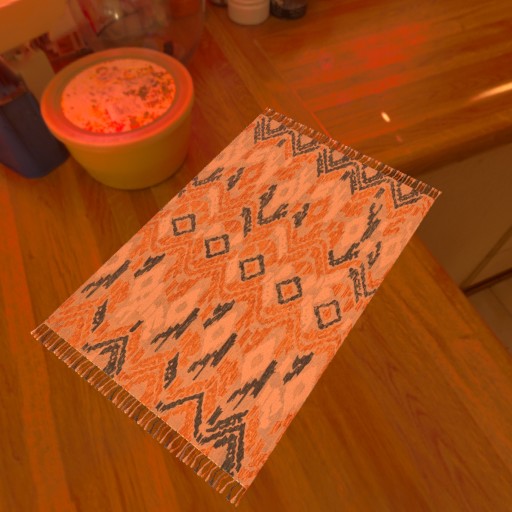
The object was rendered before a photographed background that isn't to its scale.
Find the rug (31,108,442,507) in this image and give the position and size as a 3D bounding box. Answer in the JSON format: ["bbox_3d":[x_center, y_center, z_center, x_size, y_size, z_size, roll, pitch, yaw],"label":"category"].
[{"bbox_3d":[0.000,0.000,2.887,1.533,0.010,2.428,32,64,18],"label":"rug"}]
